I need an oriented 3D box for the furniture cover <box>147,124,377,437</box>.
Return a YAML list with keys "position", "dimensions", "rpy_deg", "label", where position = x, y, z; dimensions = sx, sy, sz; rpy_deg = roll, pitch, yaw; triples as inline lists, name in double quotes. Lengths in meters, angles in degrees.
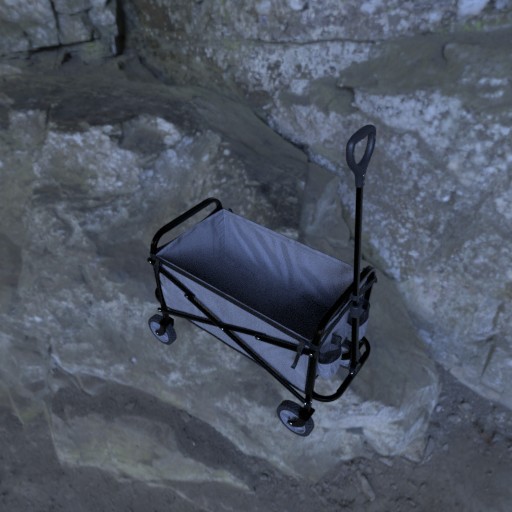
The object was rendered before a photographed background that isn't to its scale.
- position: [0.000, 0.000, 1.817]
  dimensions: [1.038, 1.295, 0.532]
  rpy_deg: [26, 46, 28]
  label: "furniture cover"
